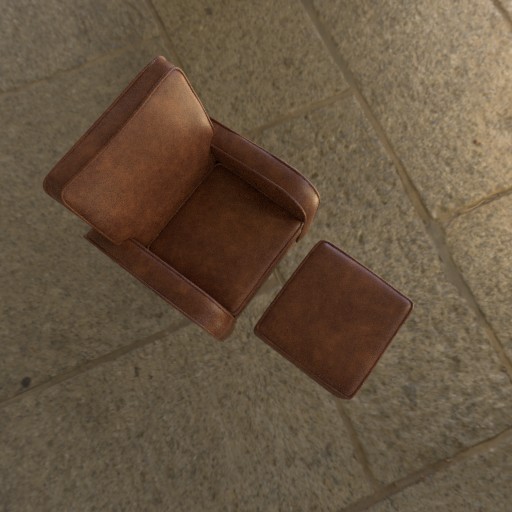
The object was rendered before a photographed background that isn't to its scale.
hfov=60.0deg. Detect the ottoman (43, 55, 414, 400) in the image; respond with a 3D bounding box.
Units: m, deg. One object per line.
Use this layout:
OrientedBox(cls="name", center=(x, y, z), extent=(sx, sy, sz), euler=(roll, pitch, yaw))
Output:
OrientedBox(cls="ottoman", center=(0.000, 0.000, 1.832), extent=(1.314, 0.904, 0.732), euler=(36, 80, 8))
